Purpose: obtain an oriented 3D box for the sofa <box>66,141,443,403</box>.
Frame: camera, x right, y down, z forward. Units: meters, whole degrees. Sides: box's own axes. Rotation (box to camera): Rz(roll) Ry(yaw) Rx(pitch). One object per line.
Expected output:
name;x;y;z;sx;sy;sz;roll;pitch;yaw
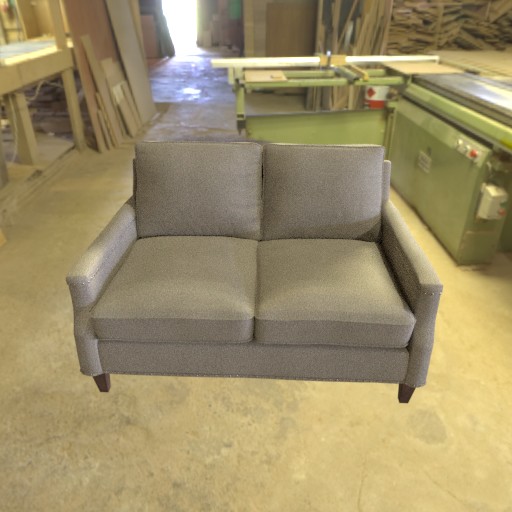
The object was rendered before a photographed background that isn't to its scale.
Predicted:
sofa;0.000;0.000;2.303;1.597;1.003;1.084;1;30;2
